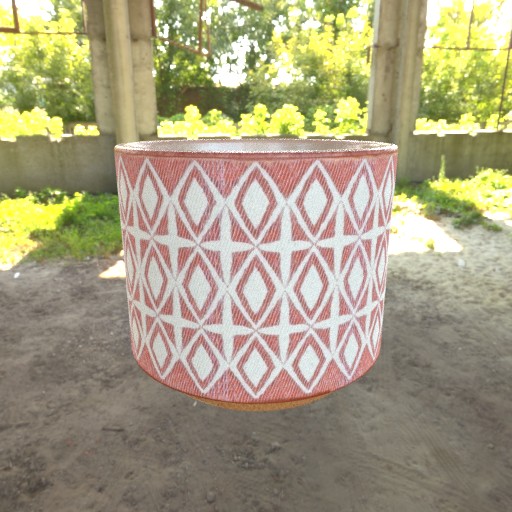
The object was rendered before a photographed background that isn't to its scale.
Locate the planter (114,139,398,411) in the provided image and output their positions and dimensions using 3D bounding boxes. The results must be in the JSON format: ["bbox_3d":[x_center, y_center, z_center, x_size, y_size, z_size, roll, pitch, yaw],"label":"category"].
[{"bbox_3d":[0.000,0.000,0.479,0.273,0.237,0.273,0,17,0],"label":"planter"}]
